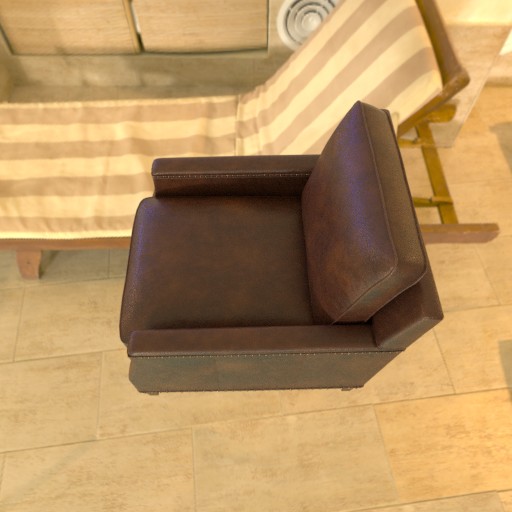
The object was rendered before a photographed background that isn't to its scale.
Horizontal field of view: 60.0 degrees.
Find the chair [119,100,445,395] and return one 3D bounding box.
[{"bbox_3d":[0.000,0.000,1.701,1.014,0.929,0.853,-1,58,-1],"label":"chair"}]
